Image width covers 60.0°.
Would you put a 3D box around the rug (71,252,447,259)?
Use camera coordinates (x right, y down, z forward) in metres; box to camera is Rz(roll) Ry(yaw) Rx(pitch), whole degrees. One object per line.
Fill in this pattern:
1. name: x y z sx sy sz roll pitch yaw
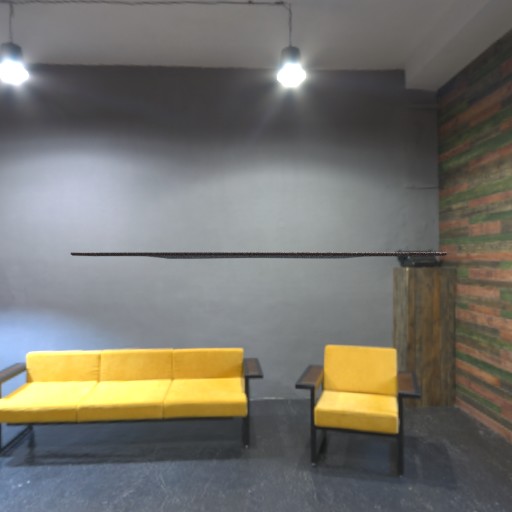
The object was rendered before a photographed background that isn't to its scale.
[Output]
1. rug: 0.000 0.000 3.068 1.624 0.030 2.349 0 -1 -1
